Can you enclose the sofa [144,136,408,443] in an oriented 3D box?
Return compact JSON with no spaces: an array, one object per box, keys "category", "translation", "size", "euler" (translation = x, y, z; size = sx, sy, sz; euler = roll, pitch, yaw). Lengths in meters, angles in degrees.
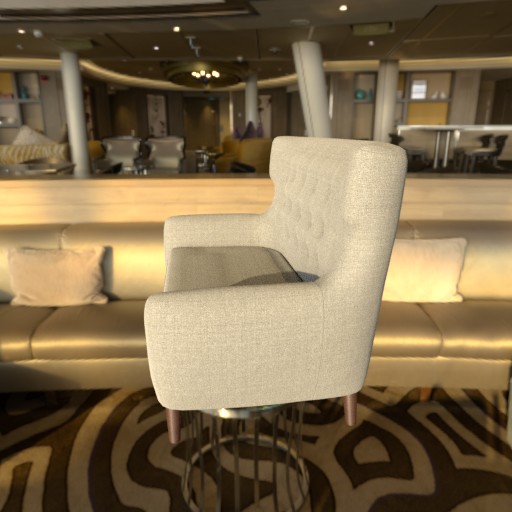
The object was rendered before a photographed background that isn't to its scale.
[{"category":"sofa","translation":[0.000,0.000,2.008],"size":[0.884,1.028,1.386],"euler":[-2,16,-8]}]
